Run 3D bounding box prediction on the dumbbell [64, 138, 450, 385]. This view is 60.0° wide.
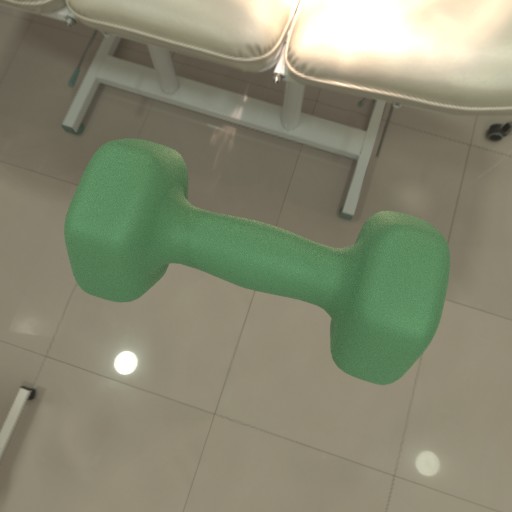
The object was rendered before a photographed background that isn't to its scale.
[{"bbox_3d":[0.000,0.000,0.330,0.260,0.117,0.129,17,77,4],"label":"dumbbell"}]
